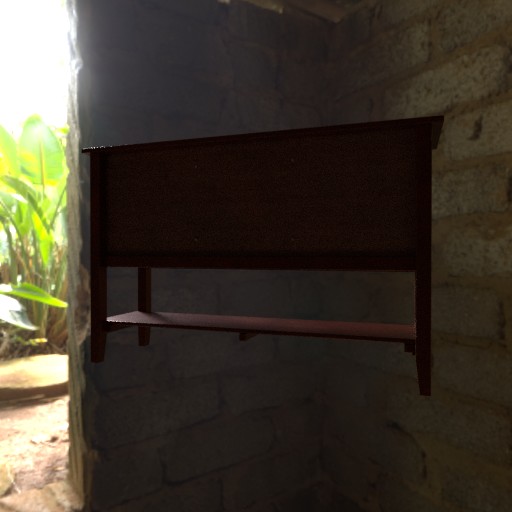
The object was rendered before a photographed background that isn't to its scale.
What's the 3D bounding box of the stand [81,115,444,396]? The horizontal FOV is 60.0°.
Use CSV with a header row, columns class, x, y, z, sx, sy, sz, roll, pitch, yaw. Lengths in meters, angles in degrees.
class,x,y,z,sx,sy,sz,roll,pitch,yaw
stand,0.000,0.000,1.776,1.362,0.872,0.410,0,1,19
